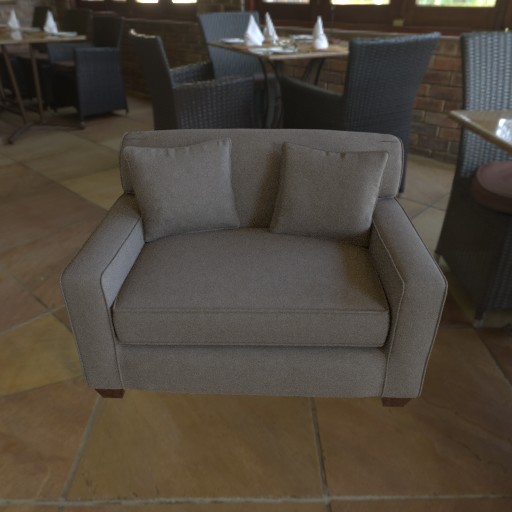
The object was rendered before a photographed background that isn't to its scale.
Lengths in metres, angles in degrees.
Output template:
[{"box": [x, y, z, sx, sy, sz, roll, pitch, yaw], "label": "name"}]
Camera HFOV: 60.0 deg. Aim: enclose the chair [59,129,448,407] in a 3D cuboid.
[{"box": [0.000, 0.000, 2.021, 1.395, 0.953, 0.992, 1, 31, 2], "label": "chair"}]
